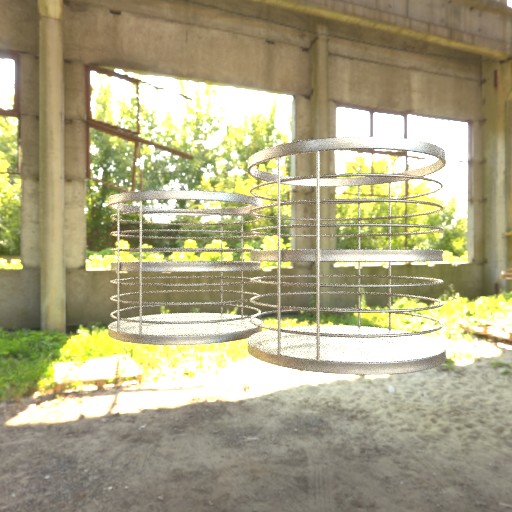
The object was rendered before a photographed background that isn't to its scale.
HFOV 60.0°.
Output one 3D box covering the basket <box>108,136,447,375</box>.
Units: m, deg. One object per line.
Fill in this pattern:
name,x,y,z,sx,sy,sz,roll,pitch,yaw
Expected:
basket,0.000,0.000,0.935,0.746,0.351,0.356,0,0,34
